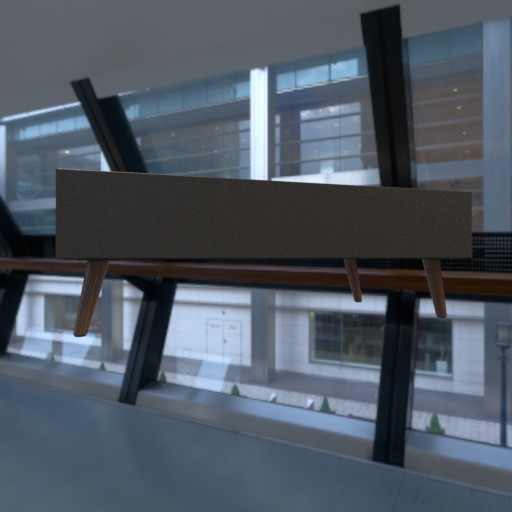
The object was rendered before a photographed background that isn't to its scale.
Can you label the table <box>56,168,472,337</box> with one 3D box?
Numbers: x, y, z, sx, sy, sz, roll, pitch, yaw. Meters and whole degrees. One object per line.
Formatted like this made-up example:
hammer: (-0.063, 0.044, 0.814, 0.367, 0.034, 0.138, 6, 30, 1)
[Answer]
table: (0.000, 0.000, 1.543, 1.201, 0.404, 0.703, 0, 0, -18)
